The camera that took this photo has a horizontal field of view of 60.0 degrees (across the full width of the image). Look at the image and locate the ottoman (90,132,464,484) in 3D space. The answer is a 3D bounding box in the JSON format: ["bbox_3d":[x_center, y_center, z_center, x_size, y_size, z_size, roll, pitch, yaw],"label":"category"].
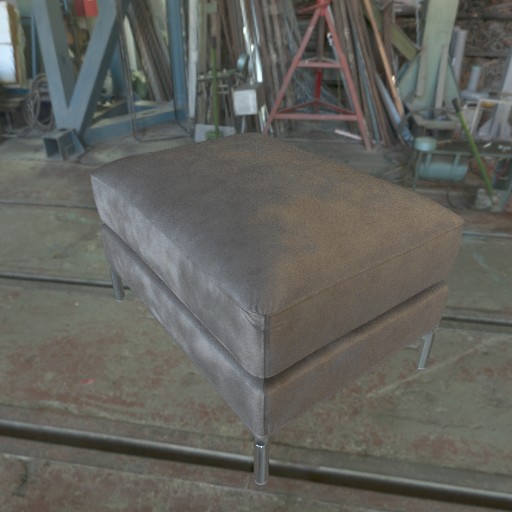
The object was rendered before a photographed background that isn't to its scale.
[{"bbox_3d":[0.000,0.000,1.058,0.520,0.456,0.719,-21,37,-30],"label":"ottoman"}]
